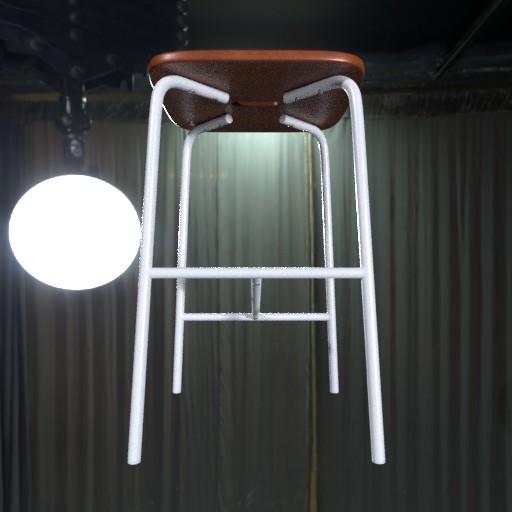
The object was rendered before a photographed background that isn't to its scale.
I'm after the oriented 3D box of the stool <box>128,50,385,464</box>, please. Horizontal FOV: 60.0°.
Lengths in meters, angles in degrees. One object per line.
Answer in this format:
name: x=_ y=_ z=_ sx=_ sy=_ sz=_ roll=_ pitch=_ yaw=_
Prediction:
stool: x=0.000 y=0.000 z=0.834 sx=0.376 sy=0.610 sz=0.376 roll=0 pitch=-1 yaw=0
